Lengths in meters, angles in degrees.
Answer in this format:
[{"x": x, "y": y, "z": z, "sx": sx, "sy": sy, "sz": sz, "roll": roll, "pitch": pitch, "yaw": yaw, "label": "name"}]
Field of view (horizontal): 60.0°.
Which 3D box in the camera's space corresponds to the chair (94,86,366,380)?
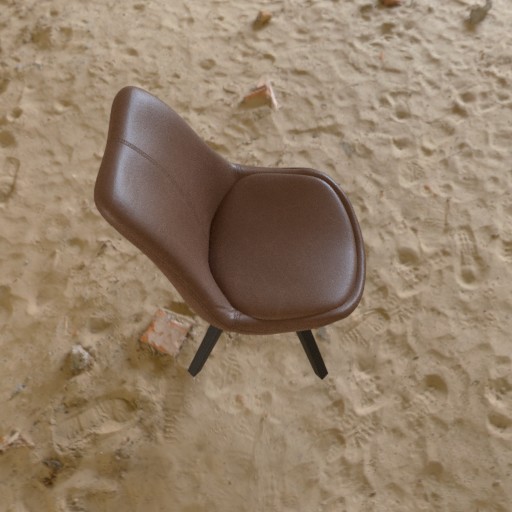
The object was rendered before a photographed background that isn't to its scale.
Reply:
[{"x": 0.000, "y": 0.000, "z": 1.154, "sx": 0.550, "sy": 0.850, "sz": 0.475, "roll": 0, "pitch": 60, "yaw": 0, "label": "chair"}]
